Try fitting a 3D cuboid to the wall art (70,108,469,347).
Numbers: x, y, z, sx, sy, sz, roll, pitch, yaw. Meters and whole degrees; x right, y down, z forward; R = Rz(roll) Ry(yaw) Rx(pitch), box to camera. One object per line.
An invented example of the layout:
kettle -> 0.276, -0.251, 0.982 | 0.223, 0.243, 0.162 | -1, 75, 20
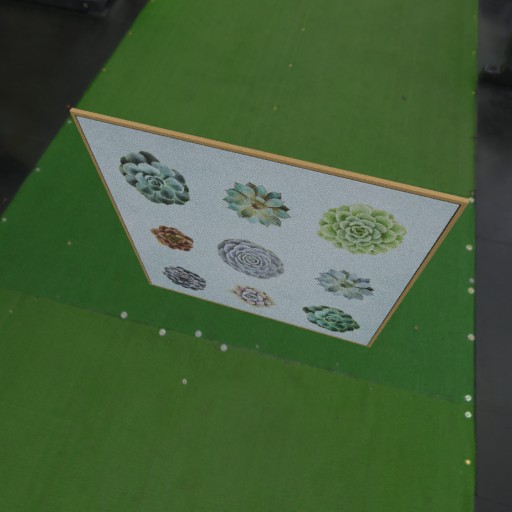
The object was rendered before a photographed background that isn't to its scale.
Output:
wall art -> 0.000, 0.000, 1.443 | 0.962, 0.959, 0.013 | 15, 61, 9
